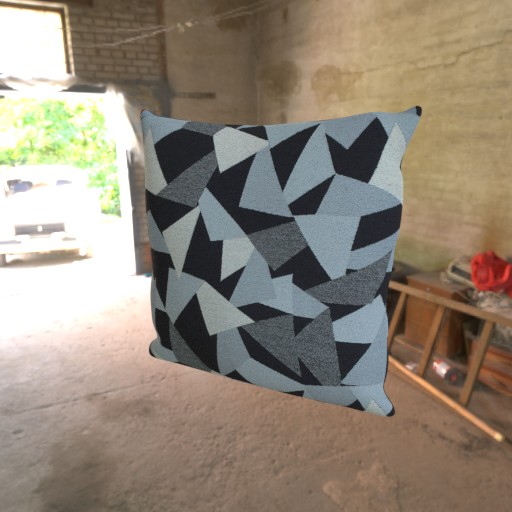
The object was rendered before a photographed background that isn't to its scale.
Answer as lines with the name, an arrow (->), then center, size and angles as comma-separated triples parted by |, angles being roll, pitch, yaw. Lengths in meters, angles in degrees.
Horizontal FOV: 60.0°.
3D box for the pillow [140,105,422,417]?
pillow -> 0.000, 0.000, 0.768 | 0.503, 0.496, 0.208 | 7, 16, 25
